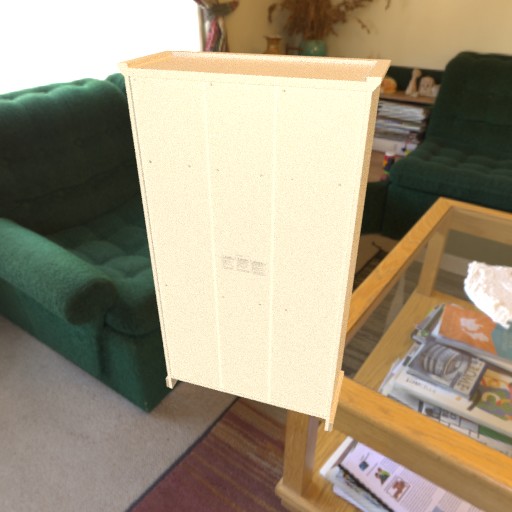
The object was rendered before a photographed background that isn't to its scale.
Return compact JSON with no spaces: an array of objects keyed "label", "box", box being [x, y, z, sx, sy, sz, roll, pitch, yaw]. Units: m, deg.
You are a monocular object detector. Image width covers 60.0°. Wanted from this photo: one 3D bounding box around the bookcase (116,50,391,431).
[{"label":"bookcase","box":[0.000,0.000,2.315,1.050,1.880,0.432,10,33,16]}]
